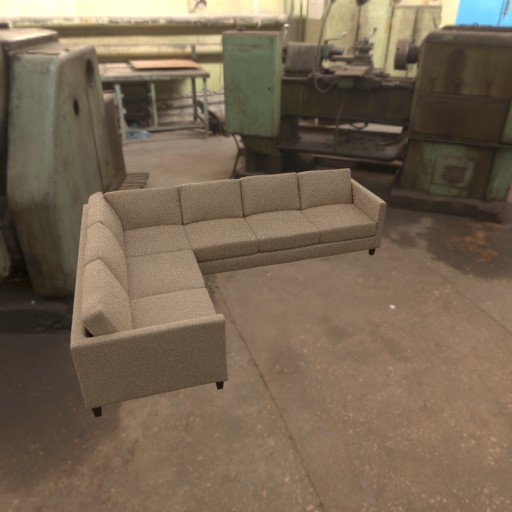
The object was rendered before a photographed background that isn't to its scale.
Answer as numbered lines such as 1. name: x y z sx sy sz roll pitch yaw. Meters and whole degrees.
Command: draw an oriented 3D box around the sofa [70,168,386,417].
1. sofa: 0.000 0.000 4.303 3.182 0.863 2.432 -9 31 -15
